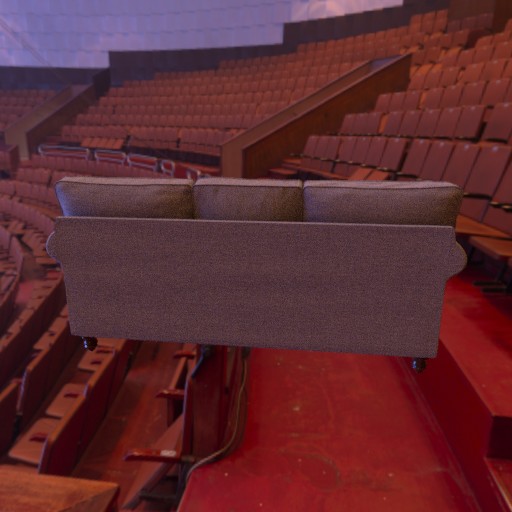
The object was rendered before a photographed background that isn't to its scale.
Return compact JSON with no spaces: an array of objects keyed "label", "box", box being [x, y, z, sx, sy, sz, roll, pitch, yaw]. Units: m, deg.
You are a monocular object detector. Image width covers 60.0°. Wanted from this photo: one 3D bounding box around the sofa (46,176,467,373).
[{"label":"sofa","box":[0.000,0.000,2.610,2.084,0.961,0.916,2,15,7]}]
